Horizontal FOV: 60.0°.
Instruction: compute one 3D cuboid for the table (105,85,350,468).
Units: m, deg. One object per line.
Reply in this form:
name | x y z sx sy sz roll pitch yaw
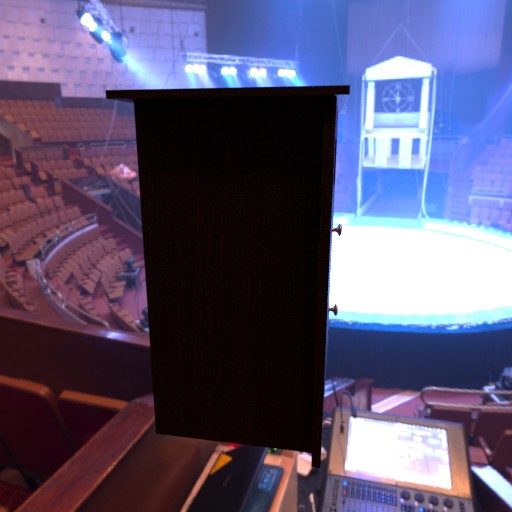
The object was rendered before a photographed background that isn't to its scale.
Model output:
table | 0.000 0.000 1.081 0.406 0.711 0.591 3 15 10
